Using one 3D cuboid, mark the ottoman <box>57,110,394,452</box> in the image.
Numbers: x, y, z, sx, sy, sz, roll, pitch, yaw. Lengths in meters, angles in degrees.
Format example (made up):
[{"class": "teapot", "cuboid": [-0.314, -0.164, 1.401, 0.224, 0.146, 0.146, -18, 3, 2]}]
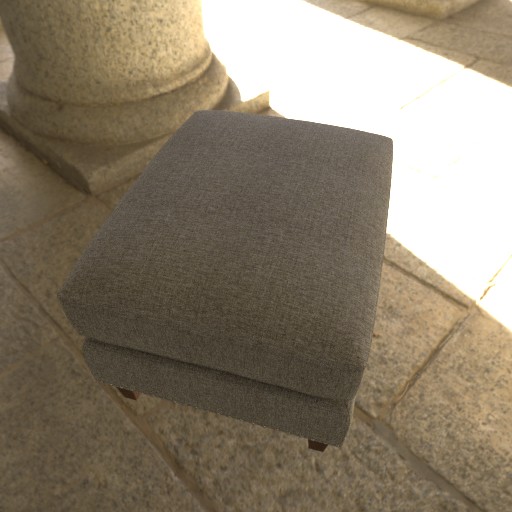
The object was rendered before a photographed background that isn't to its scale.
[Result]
[{"class": "ottoman", "cuboid": [0.000, 0.000, 1.125, 0.584, 0.513, 0.741, 11, 47, 11]}]
